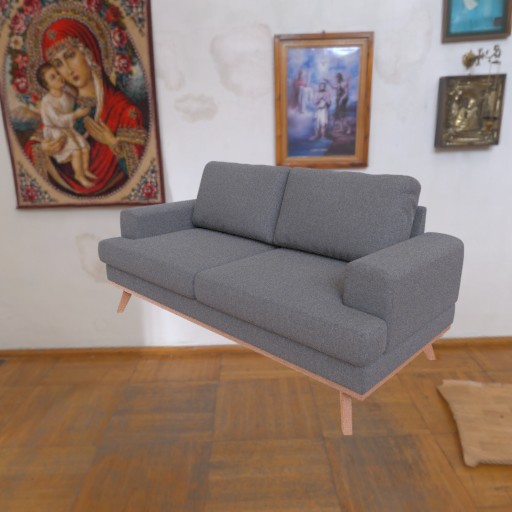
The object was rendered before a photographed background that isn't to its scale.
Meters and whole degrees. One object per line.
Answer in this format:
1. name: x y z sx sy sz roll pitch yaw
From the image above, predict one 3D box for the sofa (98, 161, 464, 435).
1. sofa: 0.000 0.000 2.111 1.650 0.810 0.785 15 22 41
